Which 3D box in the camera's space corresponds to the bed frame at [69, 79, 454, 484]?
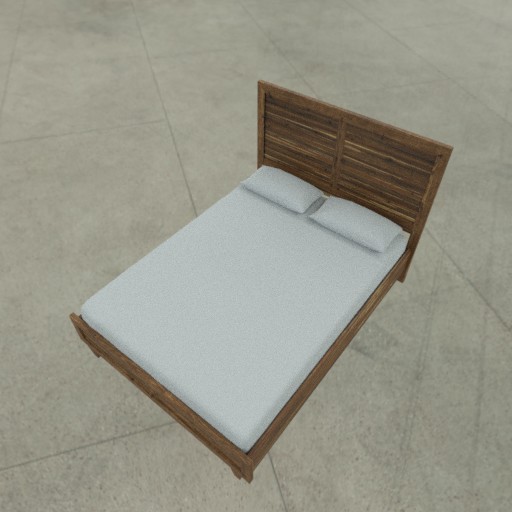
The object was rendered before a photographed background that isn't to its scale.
[{"bbox_3d":[0.000,0.000,3.321,1.696,1.417,2.276,30,53,25],"label":"bed frame"}]
